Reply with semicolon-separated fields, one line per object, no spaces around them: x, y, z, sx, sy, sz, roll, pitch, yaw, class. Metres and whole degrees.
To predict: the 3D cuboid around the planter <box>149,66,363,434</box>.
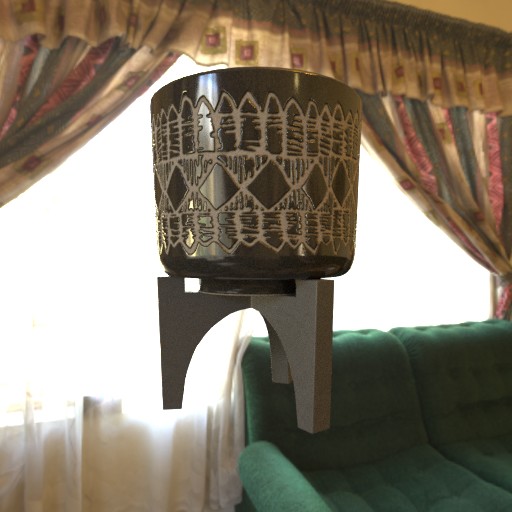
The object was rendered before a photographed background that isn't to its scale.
0.000;0.000;0.536;0.251;0.355;0.251;0;0;-37;planter
